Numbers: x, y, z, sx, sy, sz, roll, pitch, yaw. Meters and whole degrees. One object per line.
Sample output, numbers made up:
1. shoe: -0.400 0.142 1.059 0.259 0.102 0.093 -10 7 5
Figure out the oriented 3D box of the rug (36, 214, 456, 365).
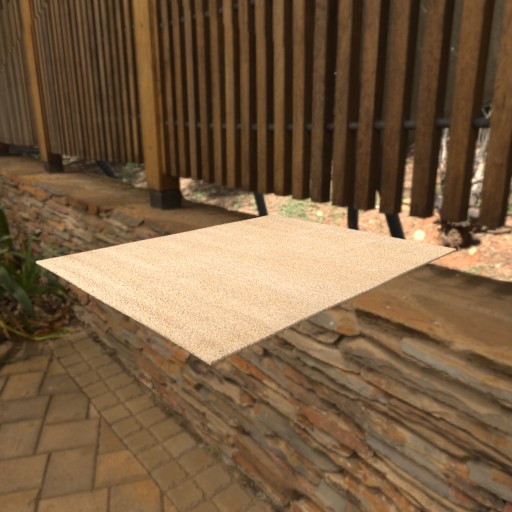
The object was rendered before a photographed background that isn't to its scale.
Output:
1. rug: 0.000 0.000 4.037 3.000 0.025 2.400 -16 23 -42
